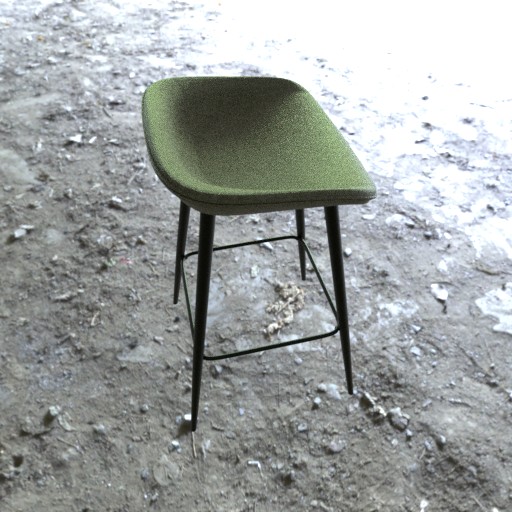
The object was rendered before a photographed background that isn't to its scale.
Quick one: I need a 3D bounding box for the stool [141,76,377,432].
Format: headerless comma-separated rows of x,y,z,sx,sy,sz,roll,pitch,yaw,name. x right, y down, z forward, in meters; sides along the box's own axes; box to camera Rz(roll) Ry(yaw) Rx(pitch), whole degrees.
0.000,0.000,1.125,0.480,0.814,0.469,-10,47,-9,stool
